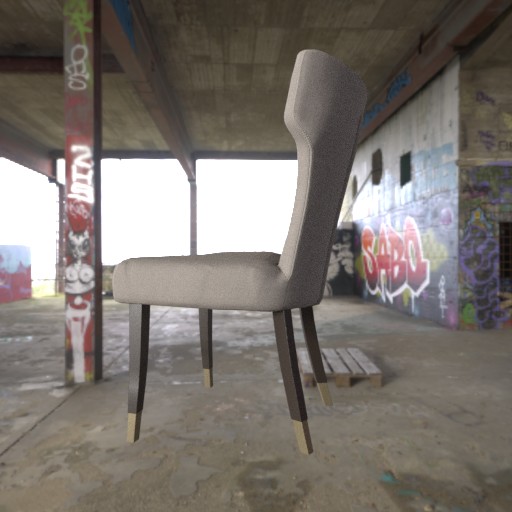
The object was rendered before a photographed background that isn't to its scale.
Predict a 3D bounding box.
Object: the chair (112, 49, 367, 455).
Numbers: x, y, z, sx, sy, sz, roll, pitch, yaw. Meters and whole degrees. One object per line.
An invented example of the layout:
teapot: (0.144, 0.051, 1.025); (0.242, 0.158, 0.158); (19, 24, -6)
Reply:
chair: (0.000, 0.000, 1.294); (0.630, 0.950, 0.526); (0, 0, 17)
